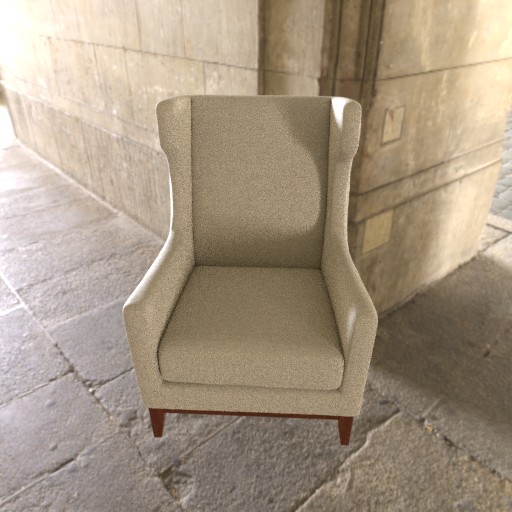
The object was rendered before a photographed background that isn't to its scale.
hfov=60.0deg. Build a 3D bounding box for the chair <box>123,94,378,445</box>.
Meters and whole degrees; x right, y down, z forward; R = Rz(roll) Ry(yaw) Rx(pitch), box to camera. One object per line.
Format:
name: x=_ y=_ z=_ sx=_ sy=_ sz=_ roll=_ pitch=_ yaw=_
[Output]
chair: x=0.000 y=0.000 z=1.681 sx=0.778 sy=1.079 sz=0.899 roll=1 pitch=30 yaw=2
